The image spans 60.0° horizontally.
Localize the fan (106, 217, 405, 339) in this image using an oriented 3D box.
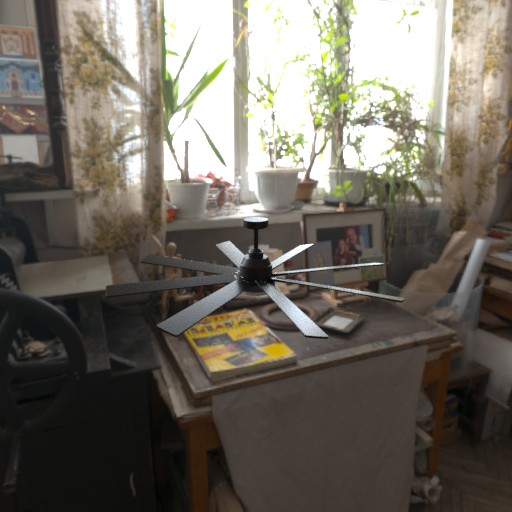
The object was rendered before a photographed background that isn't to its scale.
[{"bbox_3d":[0.000,0.000,2.808,1.830,0.472,1.830,8,18,26],"label":"fan"}]
